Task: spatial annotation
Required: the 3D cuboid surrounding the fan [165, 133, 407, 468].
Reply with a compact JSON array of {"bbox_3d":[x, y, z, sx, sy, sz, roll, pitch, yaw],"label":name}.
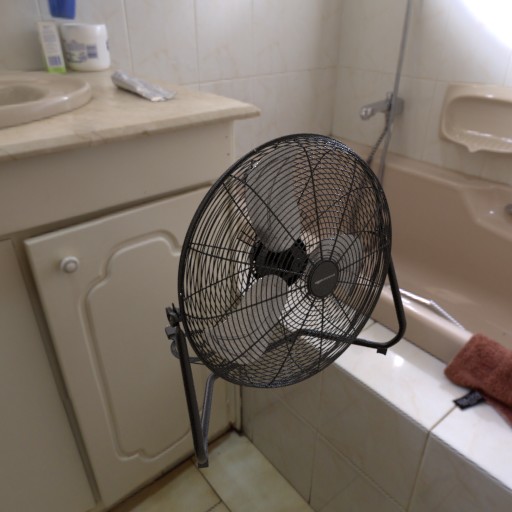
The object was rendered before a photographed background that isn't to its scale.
[{"bbox_3d":[0.000,0.000,0.931,0.555,0.546,0.424,-20,35,-31],"label":"fan"}]
